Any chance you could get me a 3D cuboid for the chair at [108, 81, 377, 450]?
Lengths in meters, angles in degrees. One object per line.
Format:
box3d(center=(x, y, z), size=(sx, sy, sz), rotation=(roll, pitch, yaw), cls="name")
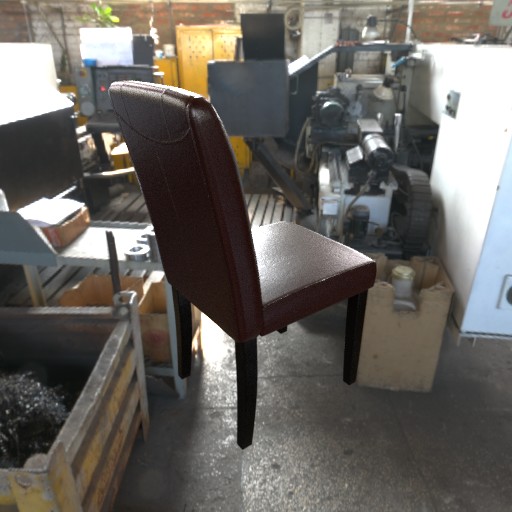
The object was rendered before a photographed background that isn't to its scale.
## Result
box3d(center=(0.000, 0.000, 1.199), size=(0.556, 0.897, 0.399), rotation=(-18, 31, -32), cls="chair")
